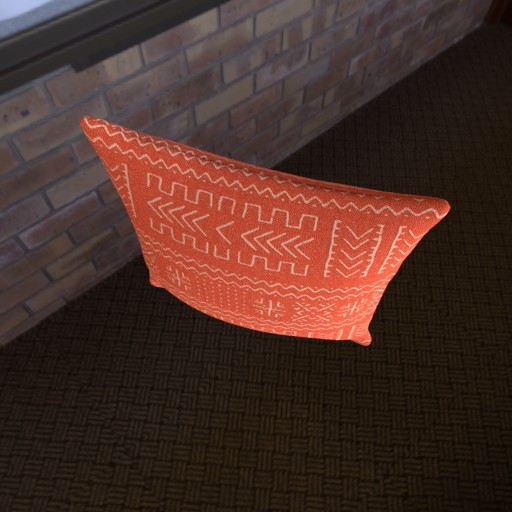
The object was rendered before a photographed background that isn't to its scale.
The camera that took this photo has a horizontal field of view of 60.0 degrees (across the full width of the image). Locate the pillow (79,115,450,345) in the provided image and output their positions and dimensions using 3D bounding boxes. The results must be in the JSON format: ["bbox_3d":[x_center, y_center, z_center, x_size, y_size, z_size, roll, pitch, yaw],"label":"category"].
[{"bbox_3d":[0.000,0.000,0.671,0.438,0.429,0.164,15,60,9],"label":"pillow"}]
